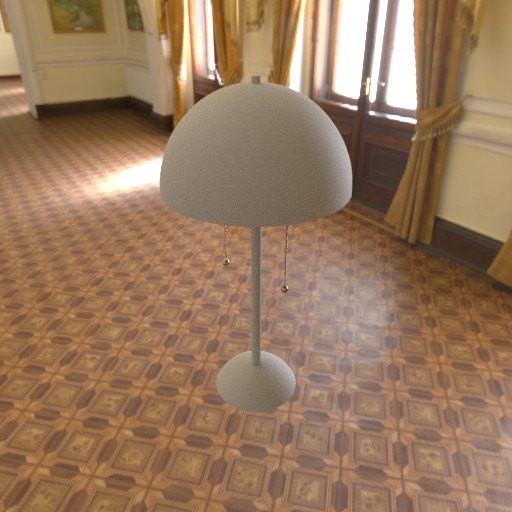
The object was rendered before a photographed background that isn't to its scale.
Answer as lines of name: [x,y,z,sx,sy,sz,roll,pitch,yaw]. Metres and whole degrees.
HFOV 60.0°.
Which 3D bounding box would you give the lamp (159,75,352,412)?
lamp: [0.000,0.000,0.435,0.171,0.330,0.171,0,29,0]
